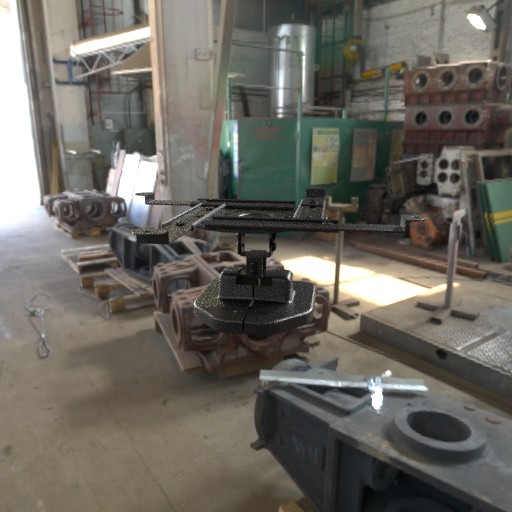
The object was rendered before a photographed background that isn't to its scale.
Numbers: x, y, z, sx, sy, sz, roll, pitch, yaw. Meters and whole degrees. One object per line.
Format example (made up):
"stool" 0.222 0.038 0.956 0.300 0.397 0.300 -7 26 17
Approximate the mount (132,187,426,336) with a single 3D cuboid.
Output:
"mount" 0.000 0.000 0.591 0.394 0.141 0.394 3 16 9
